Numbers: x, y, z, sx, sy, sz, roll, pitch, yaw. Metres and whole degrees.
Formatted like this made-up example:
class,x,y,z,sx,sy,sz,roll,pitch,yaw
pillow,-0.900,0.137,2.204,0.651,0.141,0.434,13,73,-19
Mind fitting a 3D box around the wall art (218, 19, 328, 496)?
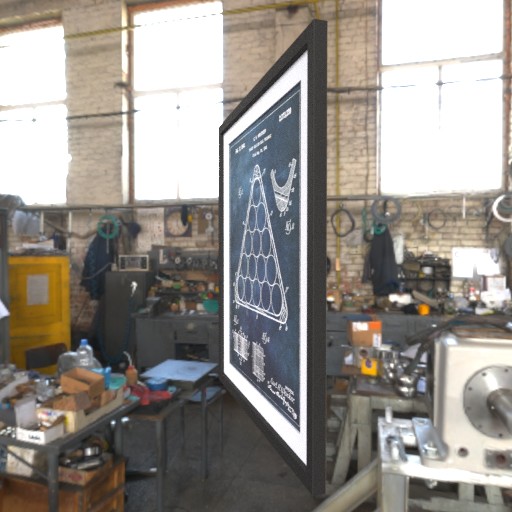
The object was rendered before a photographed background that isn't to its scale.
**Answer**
class,x,y,z,sx,sy,sz,roll,pitch,yaw
wall art,0.000,0.000,1.164,0.028,0.863,0.755,0,1,-18
